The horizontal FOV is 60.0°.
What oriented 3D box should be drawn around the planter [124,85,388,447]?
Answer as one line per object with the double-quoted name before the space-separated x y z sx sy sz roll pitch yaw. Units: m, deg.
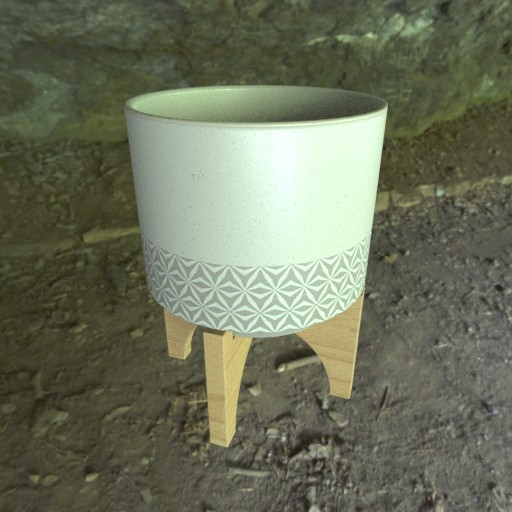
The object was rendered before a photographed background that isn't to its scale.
"planter" 0.000 0.000 0.386 0.188 0.260 0.188 0 27 0
